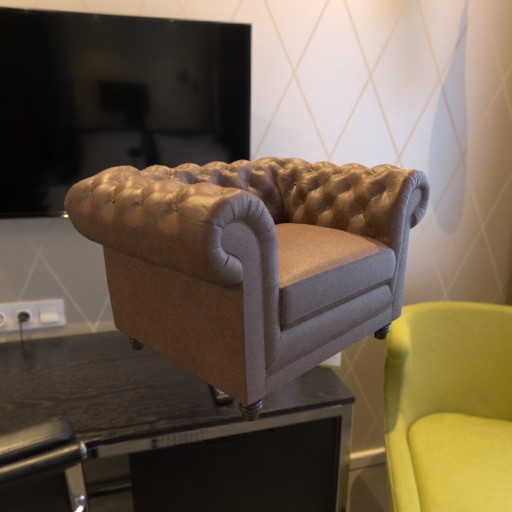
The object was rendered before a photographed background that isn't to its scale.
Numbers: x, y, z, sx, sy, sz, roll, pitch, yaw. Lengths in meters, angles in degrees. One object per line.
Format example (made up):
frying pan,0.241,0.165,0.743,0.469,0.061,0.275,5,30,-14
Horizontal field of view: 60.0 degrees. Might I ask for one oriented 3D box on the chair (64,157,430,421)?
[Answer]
chair,0.000,0.000,1.910,0.954,0.784,1.298,15,21,43
